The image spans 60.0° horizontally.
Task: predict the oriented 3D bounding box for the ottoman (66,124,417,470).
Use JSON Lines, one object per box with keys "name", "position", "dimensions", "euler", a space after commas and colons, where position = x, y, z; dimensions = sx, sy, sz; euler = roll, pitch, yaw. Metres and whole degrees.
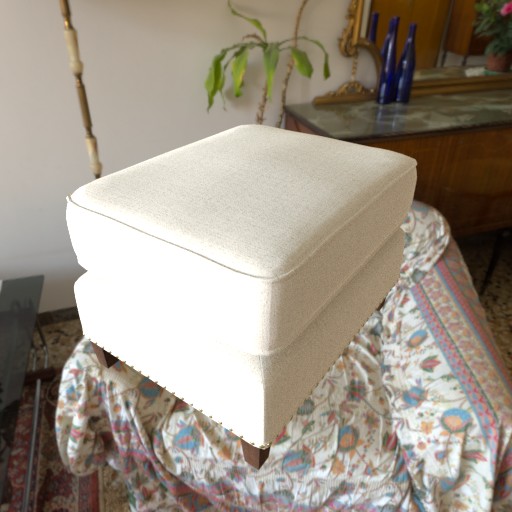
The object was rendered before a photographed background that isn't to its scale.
{"name": "ottoman", "position": [0.000, 0.000, 1.161], "dimensions": [0.589, 0.537, 0.738], "euler": [21, 38, 30]}
